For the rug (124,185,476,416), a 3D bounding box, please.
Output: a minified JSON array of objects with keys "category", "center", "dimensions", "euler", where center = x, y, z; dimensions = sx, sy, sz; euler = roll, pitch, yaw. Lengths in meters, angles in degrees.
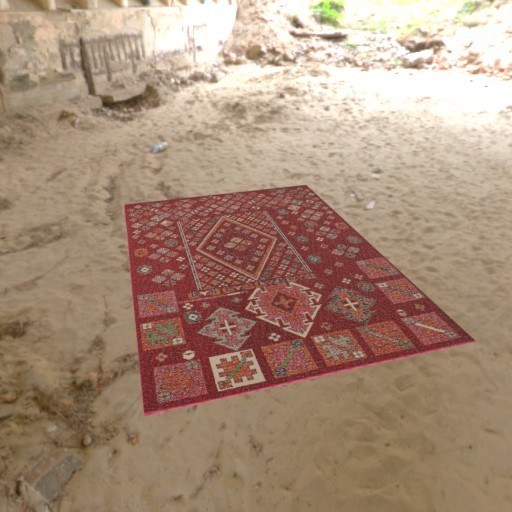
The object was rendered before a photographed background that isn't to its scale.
[{"category":"rug","center":[0.000,0.000,4.326],"dimensions":[2.389,0.011,3.306],"euler":[-8,31,-14]}]
